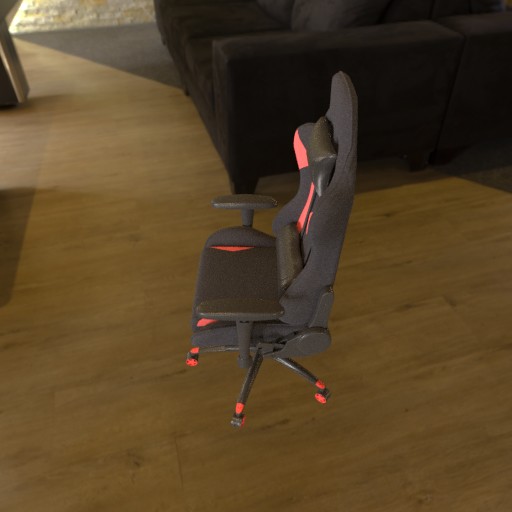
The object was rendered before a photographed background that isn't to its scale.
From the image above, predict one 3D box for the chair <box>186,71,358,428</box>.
[{"bbox_3d":[0.000,0.000,1.682,0.658,1.326,0.695,0,40,0],"label":"chair"}]
